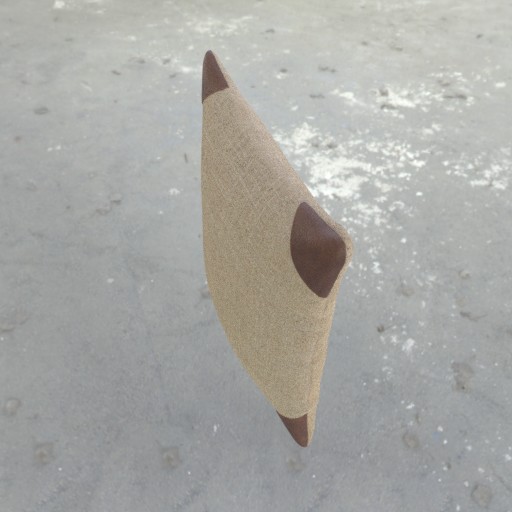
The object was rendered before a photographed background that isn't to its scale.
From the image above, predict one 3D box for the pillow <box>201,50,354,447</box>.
[{"bbox_3d":[0.000,0.000,0.670,0.147,0.448,0.437,-16,49,-14],"label":"pillow"}]
